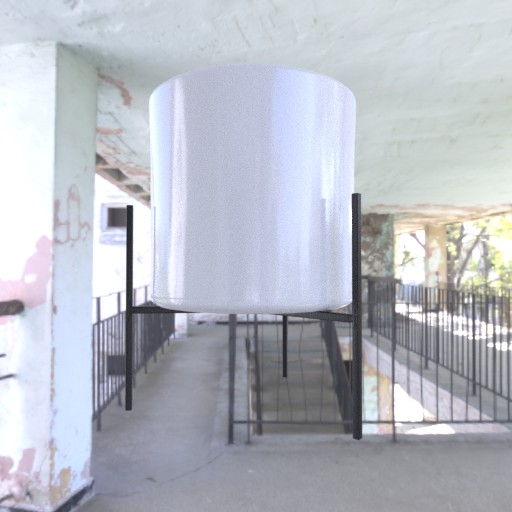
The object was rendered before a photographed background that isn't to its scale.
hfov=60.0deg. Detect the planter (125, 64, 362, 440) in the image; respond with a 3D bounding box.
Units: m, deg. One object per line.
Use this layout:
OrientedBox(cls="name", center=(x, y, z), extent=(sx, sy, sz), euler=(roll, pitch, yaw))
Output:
OrientedBox(cls="planter", center=(0.000, 0.000, 0.731), extent=(0.360, 0.480, 0.361), euler=(0, -1, 19))
